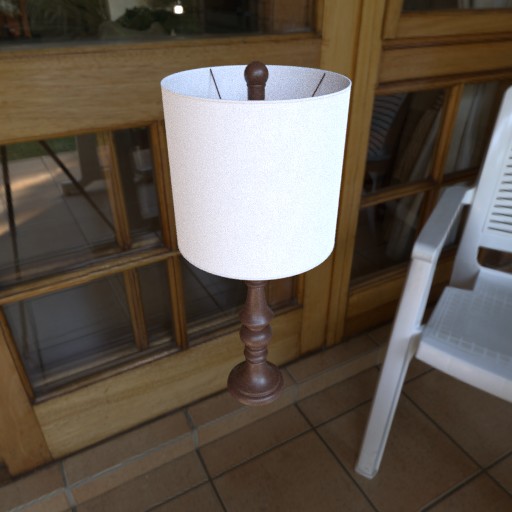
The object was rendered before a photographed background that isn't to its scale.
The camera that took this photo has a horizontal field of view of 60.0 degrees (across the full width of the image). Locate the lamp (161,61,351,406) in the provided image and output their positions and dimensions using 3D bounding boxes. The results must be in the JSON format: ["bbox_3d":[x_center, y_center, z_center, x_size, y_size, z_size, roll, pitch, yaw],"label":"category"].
[{"bbox_3d":[0.000,0.000,0.735,0.250,0.597,0.250,-20,37,-29],"label":"lamp"}]
